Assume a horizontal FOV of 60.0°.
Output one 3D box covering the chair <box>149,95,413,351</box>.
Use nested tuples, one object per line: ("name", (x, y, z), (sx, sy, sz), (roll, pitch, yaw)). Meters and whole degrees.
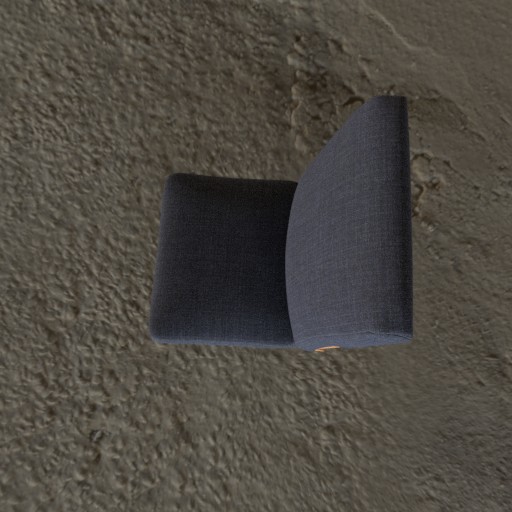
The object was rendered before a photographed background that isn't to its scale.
("chair", (0.000, 0.000, 1.246), (0.586, 0.911, 0.507), (3, 77, 1))
